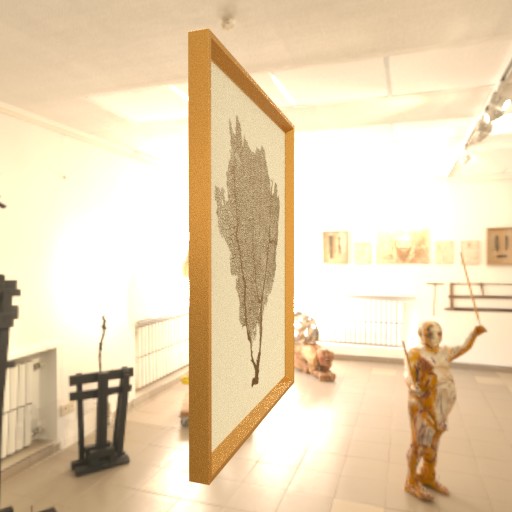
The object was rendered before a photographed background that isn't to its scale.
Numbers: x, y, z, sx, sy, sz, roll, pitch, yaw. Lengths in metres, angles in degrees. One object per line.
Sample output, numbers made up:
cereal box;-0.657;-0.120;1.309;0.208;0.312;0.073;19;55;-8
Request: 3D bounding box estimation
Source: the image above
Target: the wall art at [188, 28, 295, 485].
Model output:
wall art;0.000;0.000;1.034;0.038;0.762;0.610;0;1;18
